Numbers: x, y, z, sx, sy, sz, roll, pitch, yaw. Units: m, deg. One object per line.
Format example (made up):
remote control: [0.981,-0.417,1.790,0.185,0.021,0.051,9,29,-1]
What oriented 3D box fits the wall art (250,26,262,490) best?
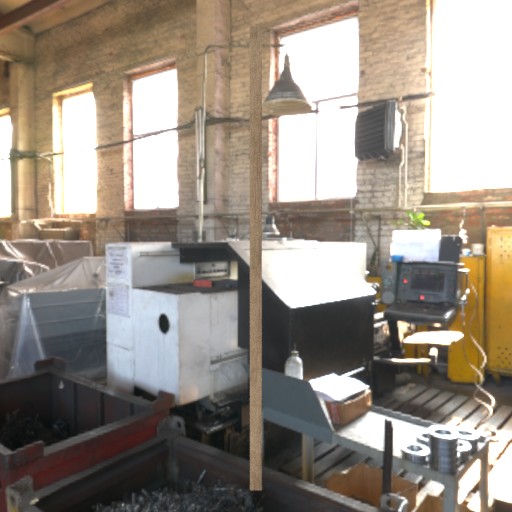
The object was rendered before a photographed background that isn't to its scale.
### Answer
wall art: [0.000,0.000,0.921,0.018,0.686,0.534,0,2,0]
